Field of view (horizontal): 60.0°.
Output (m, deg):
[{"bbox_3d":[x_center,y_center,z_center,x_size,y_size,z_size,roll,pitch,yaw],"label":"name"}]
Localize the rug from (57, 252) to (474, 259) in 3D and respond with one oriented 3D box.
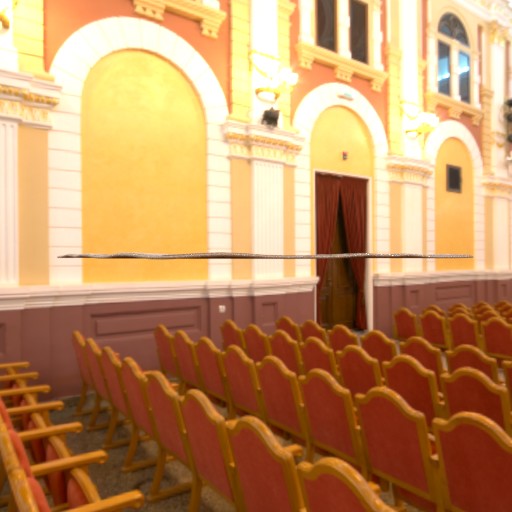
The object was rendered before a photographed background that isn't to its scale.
[{"bbox_3d":[0.000,0.000,0.886,0.642,0.008,0.551,0,0,-35],"label":"rug"}]
